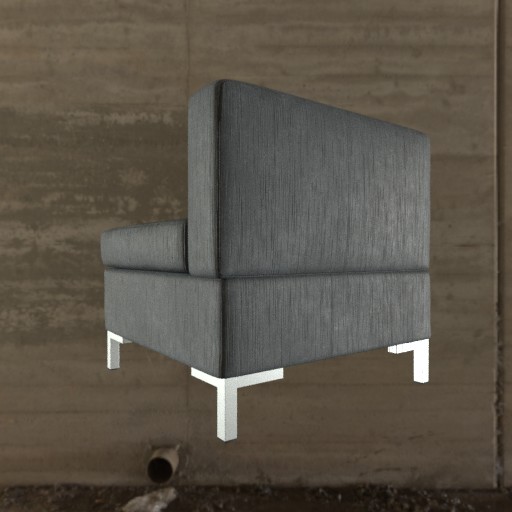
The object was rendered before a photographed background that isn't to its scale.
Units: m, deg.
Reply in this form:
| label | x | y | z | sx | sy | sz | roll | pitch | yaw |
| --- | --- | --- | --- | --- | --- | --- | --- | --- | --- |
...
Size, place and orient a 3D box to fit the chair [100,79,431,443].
| label | x | y | z | sx | sy | sz | roll | pitch | yaw |
| --- | --- | --- | --- | --- | --- | --- | --- | --- | --- |
| chair | 0.000 | 0.000 | 1.219 | 0.680 | 0.660 | 0.680 | 0 | 0 | -36 |
